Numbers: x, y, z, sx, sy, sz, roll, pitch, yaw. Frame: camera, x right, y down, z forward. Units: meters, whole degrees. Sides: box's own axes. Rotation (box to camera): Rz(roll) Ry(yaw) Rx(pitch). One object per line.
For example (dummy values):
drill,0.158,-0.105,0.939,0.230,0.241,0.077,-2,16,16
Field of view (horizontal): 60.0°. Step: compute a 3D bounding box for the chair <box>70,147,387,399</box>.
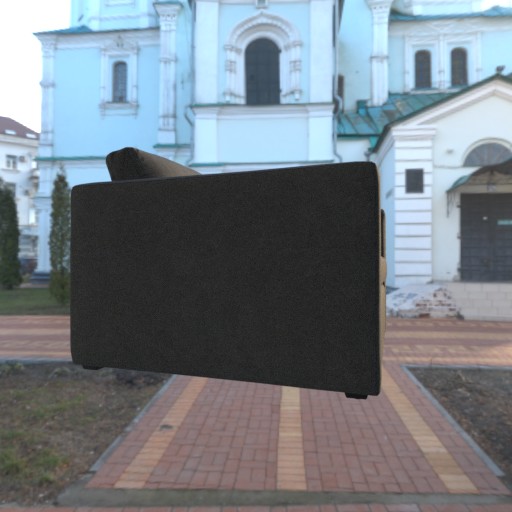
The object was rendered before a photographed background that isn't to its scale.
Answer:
chair,0.000,0.000,1.901,1.091,0.845,1.190,0,-1,17
